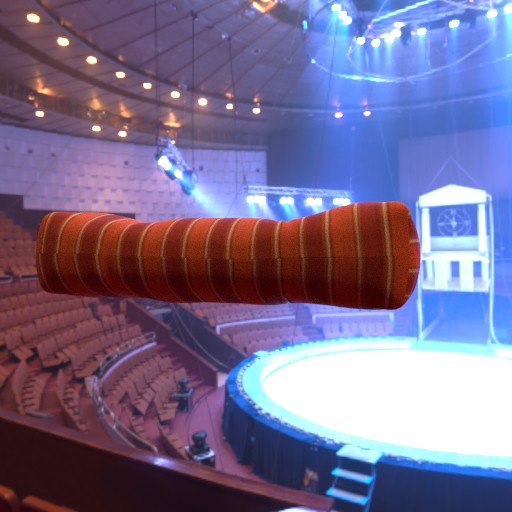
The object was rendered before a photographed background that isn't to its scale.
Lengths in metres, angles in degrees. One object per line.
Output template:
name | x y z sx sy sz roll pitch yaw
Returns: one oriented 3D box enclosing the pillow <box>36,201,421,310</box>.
pillow | 0.000 0.000 0.727 0.490 0.133 0.468 0 -1 18
